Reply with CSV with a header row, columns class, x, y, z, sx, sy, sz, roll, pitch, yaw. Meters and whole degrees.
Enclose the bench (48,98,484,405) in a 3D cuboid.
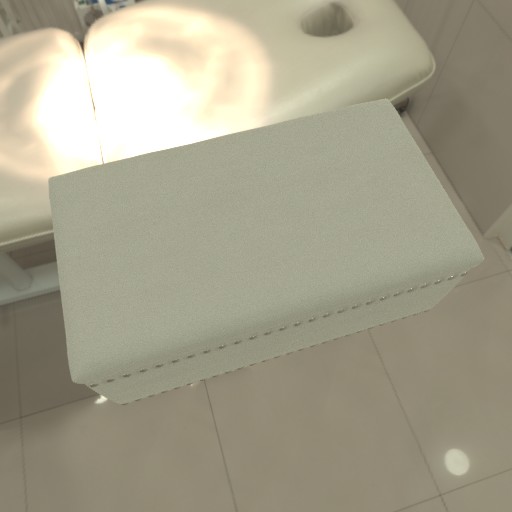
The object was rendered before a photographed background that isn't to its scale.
class,x,y,z,sx,sy,sz,roll,pitch,yaw
bench,0.000,0.000,1.174,0.887,0.449,0.500,-15,64,-8
